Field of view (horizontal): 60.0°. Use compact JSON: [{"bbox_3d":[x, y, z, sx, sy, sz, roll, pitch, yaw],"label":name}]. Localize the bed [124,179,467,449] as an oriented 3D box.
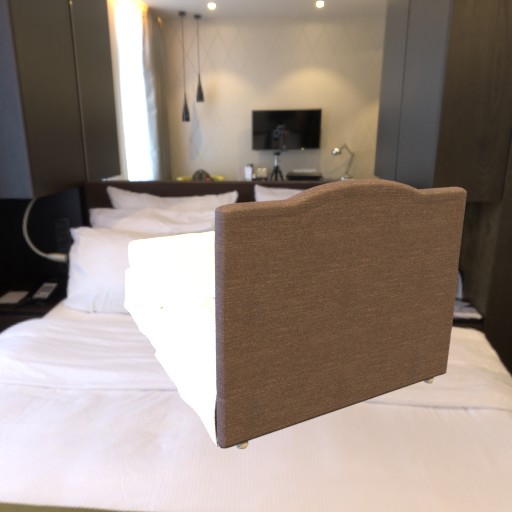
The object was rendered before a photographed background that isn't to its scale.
[{"bbox_3d":[0.000,0.000,3.627,1.741,1.441,2.507,-8,17,-26],"label":"bed"}]
